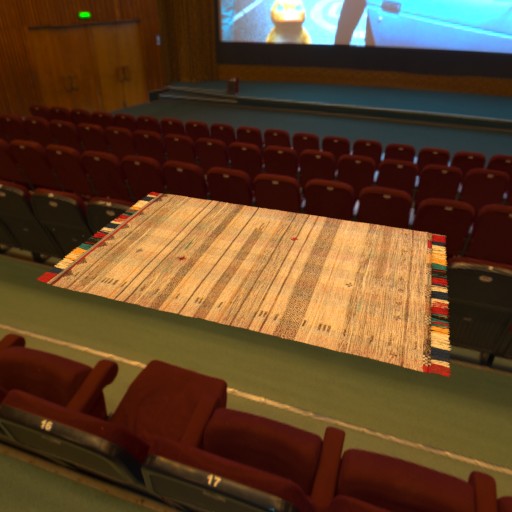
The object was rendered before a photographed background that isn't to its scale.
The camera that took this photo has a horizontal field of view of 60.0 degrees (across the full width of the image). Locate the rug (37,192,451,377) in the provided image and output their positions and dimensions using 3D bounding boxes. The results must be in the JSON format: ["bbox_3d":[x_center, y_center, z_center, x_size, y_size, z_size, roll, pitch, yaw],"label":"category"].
[{"bbox_3d":[0.000,0.000,3.009,2.465,0.012,1.465,10,33,16],"label":"rug"}]
